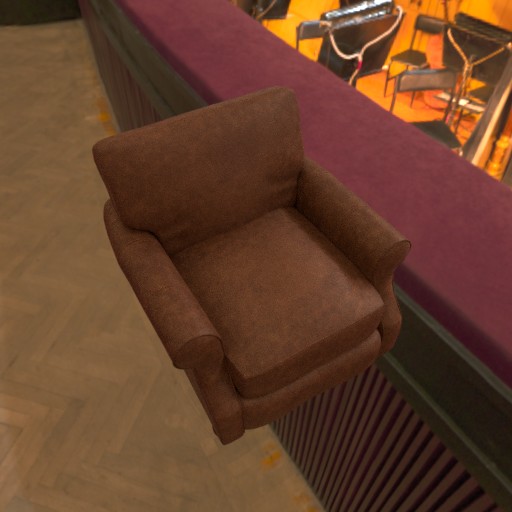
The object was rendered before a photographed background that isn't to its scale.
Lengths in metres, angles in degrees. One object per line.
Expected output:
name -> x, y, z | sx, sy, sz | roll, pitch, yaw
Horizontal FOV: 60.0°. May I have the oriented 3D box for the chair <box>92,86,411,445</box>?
chair -> 0.000, 0.000, 1.776 | 0.996, 0.976, 1.002 | -23, 50, -21
